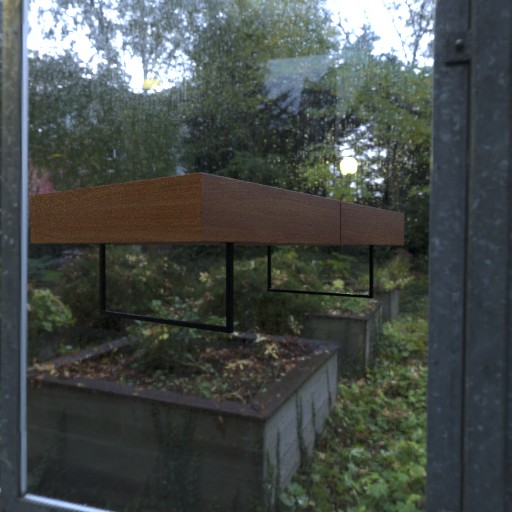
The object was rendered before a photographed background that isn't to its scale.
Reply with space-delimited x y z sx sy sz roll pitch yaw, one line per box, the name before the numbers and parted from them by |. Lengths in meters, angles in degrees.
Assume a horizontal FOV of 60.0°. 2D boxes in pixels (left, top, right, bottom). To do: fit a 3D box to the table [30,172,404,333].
table | 0.000 0.000 1.479 0.610 0.330 1.194 1 1 36
